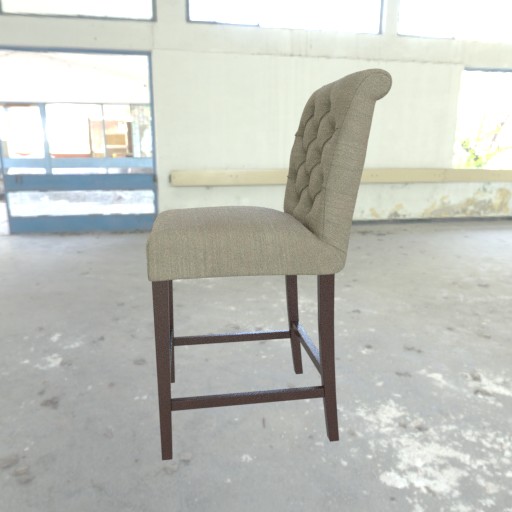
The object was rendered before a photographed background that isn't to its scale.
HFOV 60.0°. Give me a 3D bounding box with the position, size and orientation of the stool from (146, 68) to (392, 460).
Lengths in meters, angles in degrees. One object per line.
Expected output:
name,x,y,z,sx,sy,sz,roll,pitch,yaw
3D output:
stool,0.000,0.000,1.427,0.660,1.084,0.486,-2,14,-9
